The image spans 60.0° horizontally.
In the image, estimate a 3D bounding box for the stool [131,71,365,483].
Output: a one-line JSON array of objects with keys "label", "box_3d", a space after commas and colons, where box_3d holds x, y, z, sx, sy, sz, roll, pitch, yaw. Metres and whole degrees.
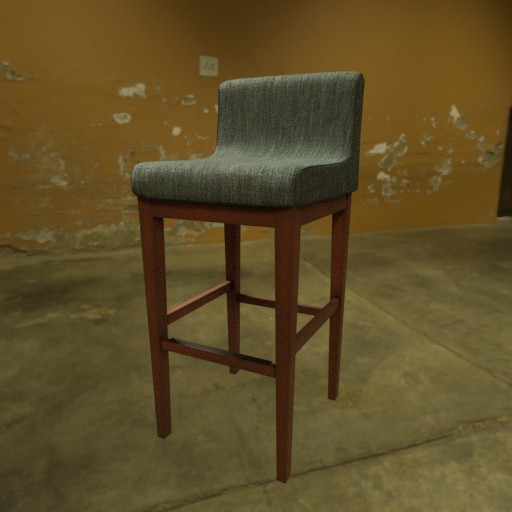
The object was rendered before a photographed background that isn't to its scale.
[{"label": "stool", "box_3d": [0.000, 0.000, 1.199, 0.426, 0.965, 0.499, 7, 16, 26]}]
